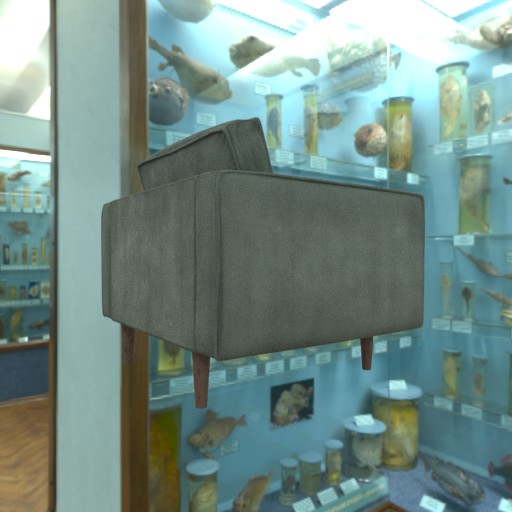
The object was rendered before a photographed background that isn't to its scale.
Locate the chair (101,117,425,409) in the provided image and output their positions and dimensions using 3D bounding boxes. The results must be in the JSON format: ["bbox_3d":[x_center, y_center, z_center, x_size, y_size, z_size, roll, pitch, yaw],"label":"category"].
[{"bbox_3d":[0.000,0.000,1.585,0.843,0.773,0.928,0,1,-35],"label":"chair"}]
